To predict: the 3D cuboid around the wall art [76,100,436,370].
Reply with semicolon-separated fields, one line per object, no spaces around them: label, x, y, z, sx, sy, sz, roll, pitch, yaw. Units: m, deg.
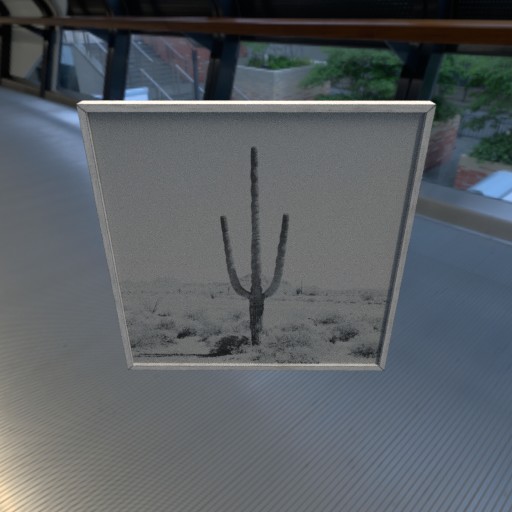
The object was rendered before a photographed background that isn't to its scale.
wall art;0.000;0.000;1.144;0.762;0.762;0.038;0;30;0
